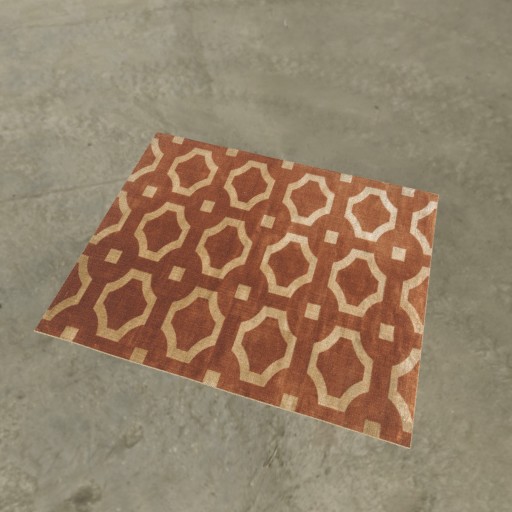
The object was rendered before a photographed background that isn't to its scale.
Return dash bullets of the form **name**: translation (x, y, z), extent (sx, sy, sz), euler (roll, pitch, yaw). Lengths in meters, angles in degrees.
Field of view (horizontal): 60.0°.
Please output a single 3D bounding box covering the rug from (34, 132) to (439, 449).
- **rug**: translation (0.000, 0.000, 4.017), extent (3.049, 0.021, 2.466), euler (15, 59, 9)
